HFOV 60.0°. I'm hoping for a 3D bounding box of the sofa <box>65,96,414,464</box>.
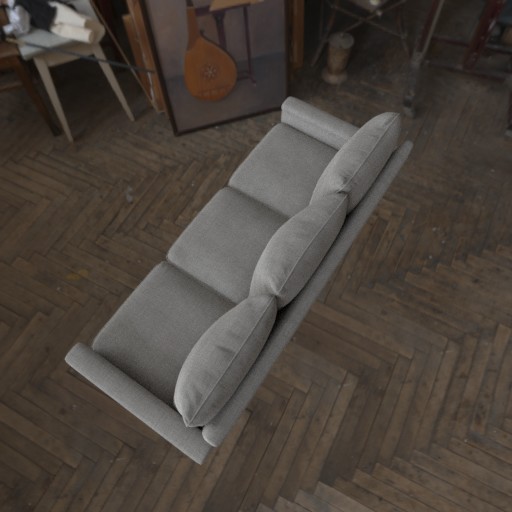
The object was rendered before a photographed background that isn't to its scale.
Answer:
[{"bbox_3d":[0.000,0.000,2.351,0.828,0.959,1.925,31,68,14],"label":"sofa"}]
